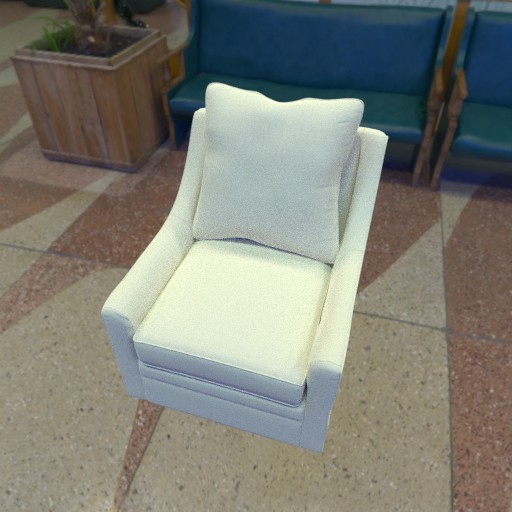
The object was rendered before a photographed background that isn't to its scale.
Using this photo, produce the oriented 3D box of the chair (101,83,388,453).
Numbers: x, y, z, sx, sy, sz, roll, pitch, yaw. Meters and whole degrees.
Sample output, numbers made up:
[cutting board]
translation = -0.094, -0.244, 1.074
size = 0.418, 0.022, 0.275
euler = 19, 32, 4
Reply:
[chair]
translation = 0.000, 0.000, 1.609
size = 0.756, 0.965, 0.876
euler = 12, 43, 13
